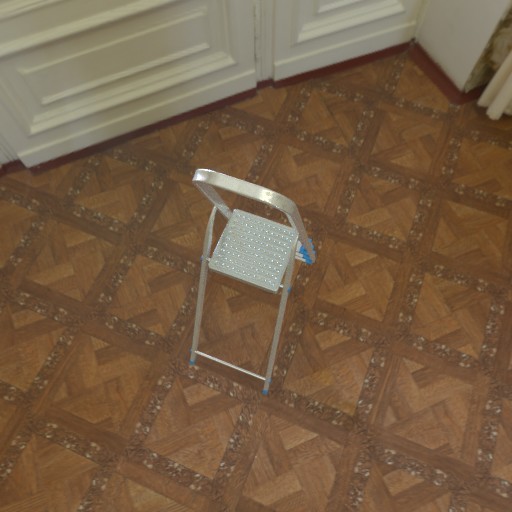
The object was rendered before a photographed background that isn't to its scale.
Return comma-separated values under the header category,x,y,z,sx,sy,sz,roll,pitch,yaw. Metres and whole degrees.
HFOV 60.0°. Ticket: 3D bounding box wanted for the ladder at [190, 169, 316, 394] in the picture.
category,x,y,z,sx,sy,sz,roll,pitch,yaw
ladder,0.000,0.000,1.864,0.445,1.434,0.842,19,67,9
